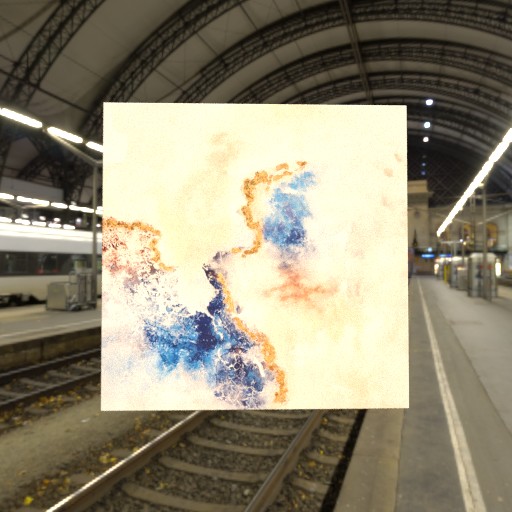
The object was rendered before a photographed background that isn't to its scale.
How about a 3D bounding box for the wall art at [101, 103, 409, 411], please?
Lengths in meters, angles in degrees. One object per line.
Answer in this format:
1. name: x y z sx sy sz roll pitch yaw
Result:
1. wall art: 0.000 0.000 1.570 1.061 1.061 0.071 0 -1 -2
